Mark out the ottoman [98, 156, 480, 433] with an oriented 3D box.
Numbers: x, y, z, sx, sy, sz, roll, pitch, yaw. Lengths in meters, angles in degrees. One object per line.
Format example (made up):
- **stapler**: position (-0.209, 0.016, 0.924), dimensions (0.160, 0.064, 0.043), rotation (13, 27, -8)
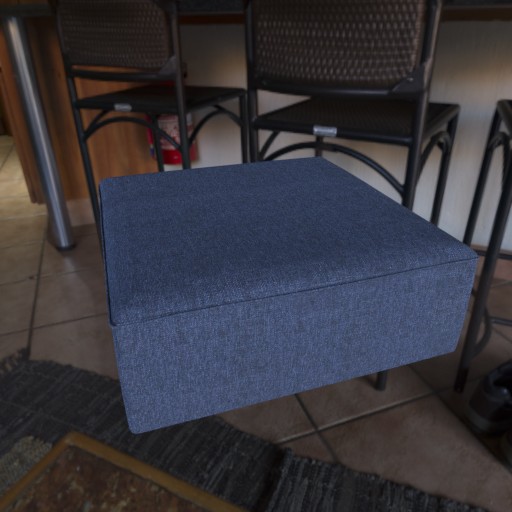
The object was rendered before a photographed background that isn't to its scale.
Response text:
- **ottoman**: position (0.000, 0.000, 1.586), dimensions (1.023, 0.423, 1.017), rotation (-9, 30, -16)
